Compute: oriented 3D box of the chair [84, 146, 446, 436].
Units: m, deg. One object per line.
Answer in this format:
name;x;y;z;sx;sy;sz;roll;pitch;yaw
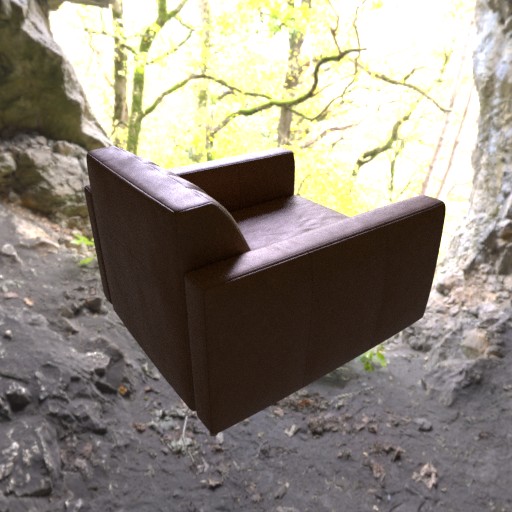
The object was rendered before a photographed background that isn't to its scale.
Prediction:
chair;0.000;0.000;1.687;0.998;0.819;0.953;-19;33;-31
